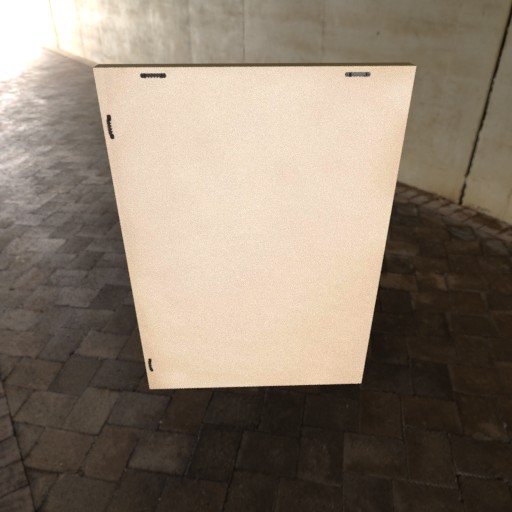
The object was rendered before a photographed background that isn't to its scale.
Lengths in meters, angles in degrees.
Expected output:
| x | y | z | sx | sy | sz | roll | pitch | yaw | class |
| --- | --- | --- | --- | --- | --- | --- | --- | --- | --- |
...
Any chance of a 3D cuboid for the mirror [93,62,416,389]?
| x | y | z | sx | sy | sz | roll | pitch | yaw | class |
| --- | --- | --- | --- | --- | --- | --- | --- | --- | --- |
| 0.000 | 0.000 | 0.889 | 0.507 | 0.710 | 0.040 | -1 | 31 | -2 | mirror |
